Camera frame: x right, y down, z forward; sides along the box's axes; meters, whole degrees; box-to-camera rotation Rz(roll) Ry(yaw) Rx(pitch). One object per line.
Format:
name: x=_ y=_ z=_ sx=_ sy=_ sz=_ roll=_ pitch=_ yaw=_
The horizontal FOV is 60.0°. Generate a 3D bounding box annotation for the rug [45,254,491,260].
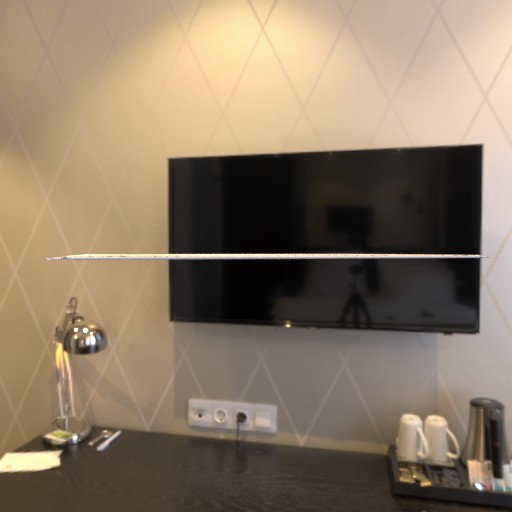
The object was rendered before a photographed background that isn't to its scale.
rug: x=0.000 y=0.000 z=2.291 sx=1.847 sy=0.014 sz=1.230 roll=0 pitch=1 yaw=-18
